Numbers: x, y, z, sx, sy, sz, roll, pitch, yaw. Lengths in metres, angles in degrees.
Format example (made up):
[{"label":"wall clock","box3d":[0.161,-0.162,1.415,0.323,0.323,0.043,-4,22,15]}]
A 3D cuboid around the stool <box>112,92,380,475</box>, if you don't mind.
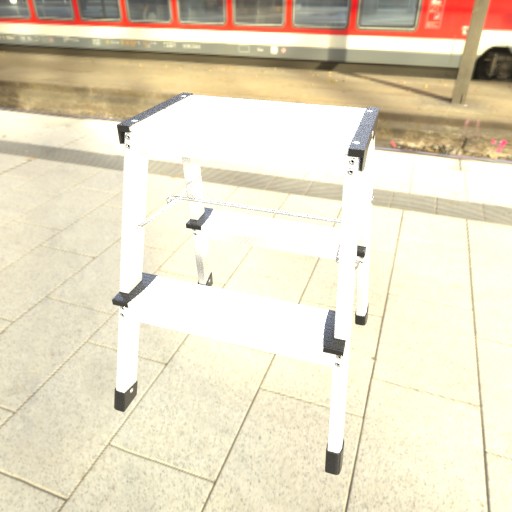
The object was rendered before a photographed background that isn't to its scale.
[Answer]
[{"label":"stool","box3d":[0.000,0.000,0.766,0.404,0.480,0.405,10,34,15]}]
